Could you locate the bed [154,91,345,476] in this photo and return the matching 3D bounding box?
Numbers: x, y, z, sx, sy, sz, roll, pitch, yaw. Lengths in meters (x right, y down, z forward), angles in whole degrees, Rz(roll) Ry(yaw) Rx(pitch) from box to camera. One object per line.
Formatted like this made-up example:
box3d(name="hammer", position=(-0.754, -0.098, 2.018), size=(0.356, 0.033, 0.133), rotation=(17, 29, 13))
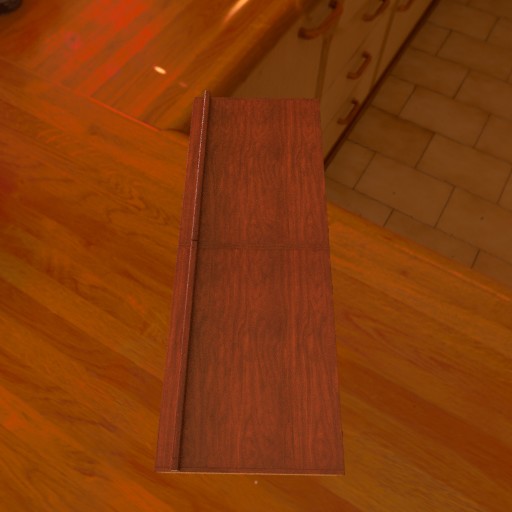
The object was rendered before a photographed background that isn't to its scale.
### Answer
box3d(name="bed", position=(0.000, 0.000, 2.333), size=(0.787, 0.326, 2.057), rotation=(1, 63, 0))
